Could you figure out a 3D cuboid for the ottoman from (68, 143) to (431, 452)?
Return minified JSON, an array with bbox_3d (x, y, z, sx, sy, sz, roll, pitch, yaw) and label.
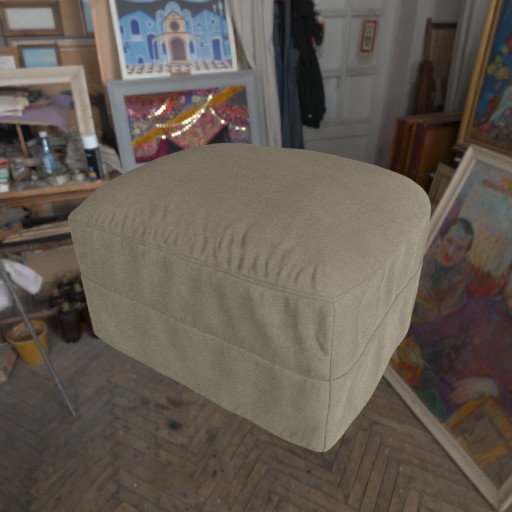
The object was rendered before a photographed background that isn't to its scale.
[{"bbox_3d":[0.000,0.000,1.082,0.712,0.480,0.584,19,35,29],"label":"ottoman"}]
